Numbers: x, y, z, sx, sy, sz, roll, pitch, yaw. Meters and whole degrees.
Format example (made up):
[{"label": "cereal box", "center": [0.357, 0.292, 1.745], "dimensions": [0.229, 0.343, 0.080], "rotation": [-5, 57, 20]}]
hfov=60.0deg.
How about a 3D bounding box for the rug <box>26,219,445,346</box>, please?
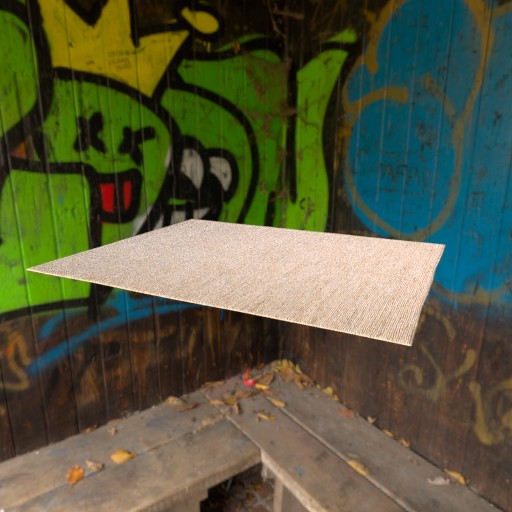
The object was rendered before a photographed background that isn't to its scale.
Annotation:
[{"label": "rug", "center": [0.000, 0.000, 4.037], "dimensions": [3.034, 0.012, 2.406], "rotation": [8, 17, 25]}]
